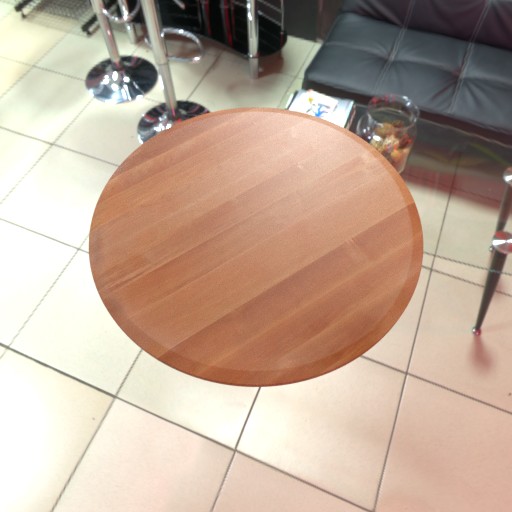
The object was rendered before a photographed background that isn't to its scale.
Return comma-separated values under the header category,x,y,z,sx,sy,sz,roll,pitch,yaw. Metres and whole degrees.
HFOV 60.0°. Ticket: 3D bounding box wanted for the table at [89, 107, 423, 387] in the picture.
category,x,y,z,sx,sy,sz,roll,pitch,yaw
table,0.000,0.000,1.379,0.900,0.400,0.900,0,59,0
